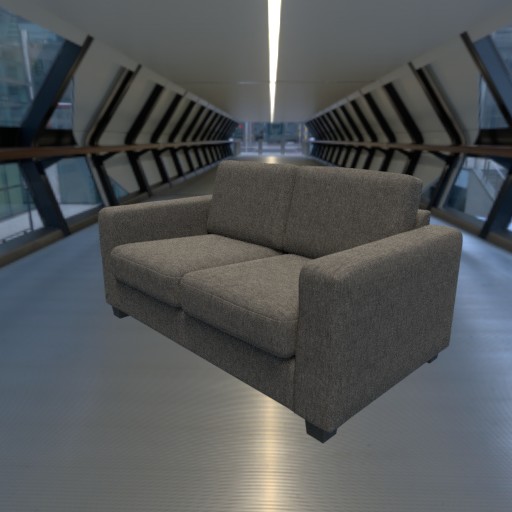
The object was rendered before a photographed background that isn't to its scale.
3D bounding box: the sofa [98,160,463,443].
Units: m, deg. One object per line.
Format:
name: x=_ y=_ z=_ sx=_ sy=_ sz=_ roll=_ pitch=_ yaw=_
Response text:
sofa: x=0.000 y=0.000 z=2.042 sx=0.900 sy=0.800 sz=1.520 roll=-14 pitch=21 yaw=-42
